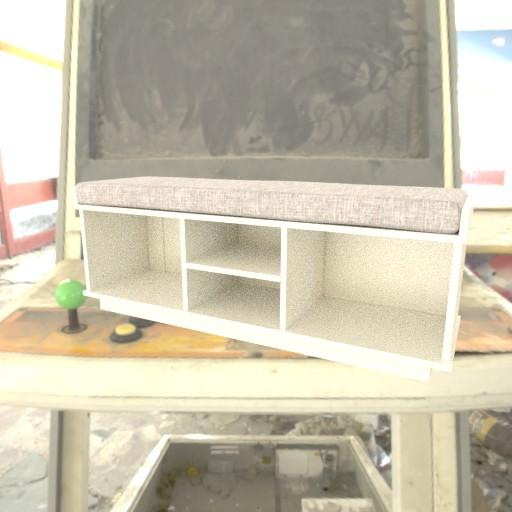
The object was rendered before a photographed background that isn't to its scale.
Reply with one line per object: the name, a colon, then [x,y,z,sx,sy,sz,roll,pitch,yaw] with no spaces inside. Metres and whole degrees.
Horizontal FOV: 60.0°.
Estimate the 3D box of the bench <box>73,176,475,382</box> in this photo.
bench: [0.000,0.000,1.402,1.196,0.453,0.363,7,16,26]
